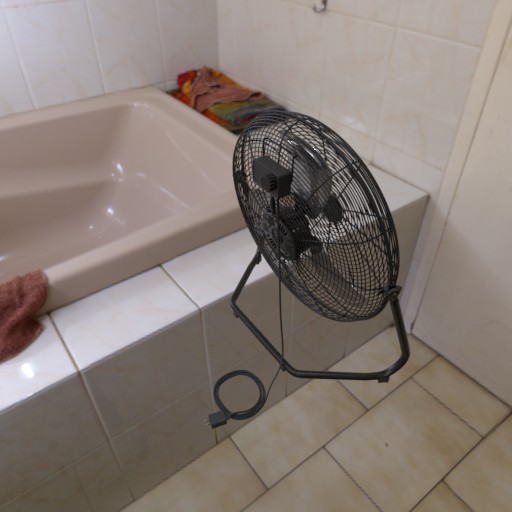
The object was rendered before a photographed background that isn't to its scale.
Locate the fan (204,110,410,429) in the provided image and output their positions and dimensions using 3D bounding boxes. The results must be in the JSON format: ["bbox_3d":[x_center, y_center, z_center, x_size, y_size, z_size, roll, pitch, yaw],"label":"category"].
[{"bbox_3d":[0.000,0.000,0.913,0.424,0.546,0.555,-23,45,-26],"label":"fan"}]
